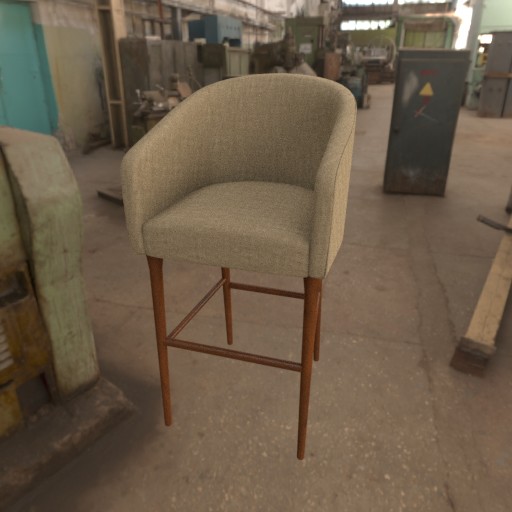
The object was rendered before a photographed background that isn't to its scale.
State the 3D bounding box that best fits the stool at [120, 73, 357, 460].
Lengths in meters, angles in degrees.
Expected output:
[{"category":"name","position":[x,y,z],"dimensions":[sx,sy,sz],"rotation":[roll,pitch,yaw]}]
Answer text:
[{"category":"stool","position":[0.000,0.000,1.439],"dimensions":[0.559,1.078,0.607],"rotation":[7,26,16]}]
